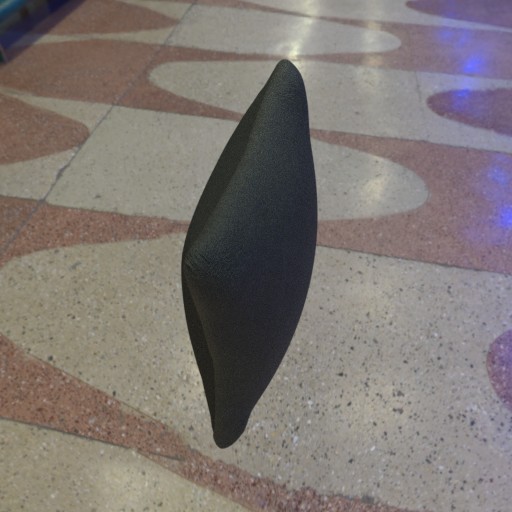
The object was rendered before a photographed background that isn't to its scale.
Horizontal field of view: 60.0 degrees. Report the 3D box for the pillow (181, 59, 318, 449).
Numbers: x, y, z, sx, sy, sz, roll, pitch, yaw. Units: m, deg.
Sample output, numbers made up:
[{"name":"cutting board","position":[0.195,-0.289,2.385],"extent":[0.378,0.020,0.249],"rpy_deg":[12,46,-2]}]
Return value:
[{"name":"pillow","position":[0.000,0.000,0.805],"extent":[0.210,0.523,0.533],"rpy_deg":[9,48,8]}]
